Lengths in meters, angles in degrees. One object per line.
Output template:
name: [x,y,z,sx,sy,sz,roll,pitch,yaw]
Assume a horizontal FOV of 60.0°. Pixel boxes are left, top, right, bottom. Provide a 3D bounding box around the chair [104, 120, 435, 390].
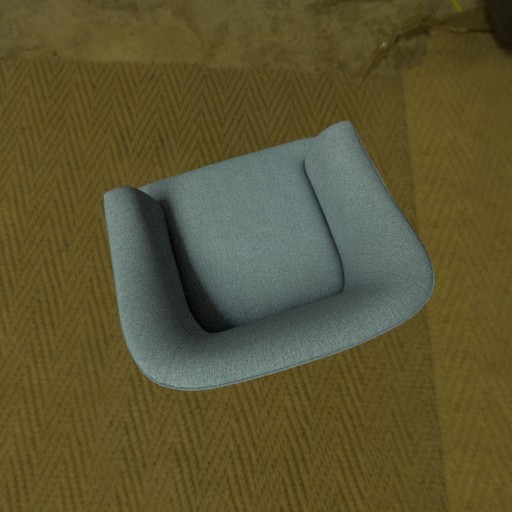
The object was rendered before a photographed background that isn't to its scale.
chair: [0.000,0.000,1.396,0.772,0.815,0.704,-17,76,-4]
